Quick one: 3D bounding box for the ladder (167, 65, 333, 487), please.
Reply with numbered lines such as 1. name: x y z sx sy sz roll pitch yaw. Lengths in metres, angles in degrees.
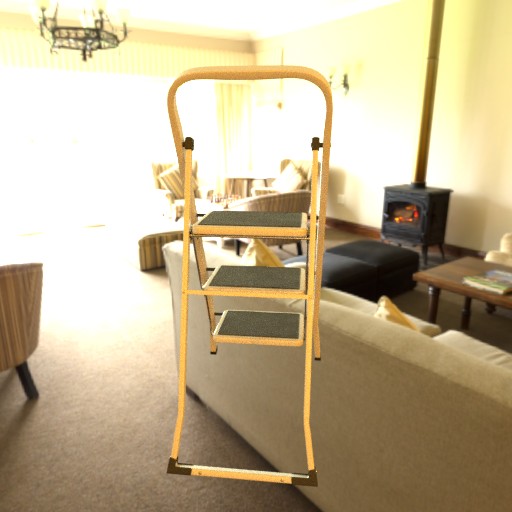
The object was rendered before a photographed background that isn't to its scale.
1. ladder: 0.000 0.000 1.375 0.460 1.050 0.711 2 16 6
